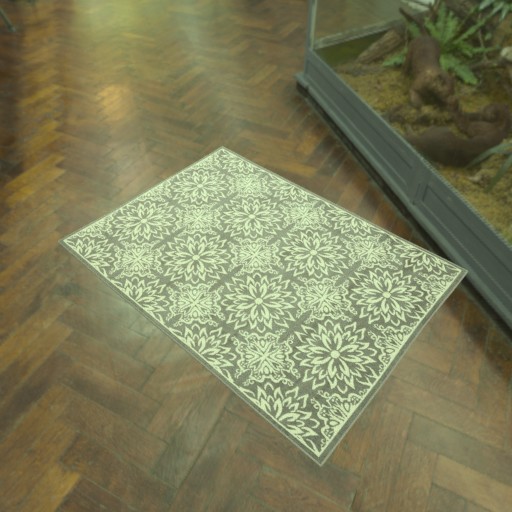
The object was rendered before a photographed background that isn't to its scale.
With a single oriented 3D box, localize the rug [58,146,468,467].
[{"bbox_3d":[0.000,0.000,2.934,2.213,0.014,1.608,33,54,28],"label":"rug"}]
